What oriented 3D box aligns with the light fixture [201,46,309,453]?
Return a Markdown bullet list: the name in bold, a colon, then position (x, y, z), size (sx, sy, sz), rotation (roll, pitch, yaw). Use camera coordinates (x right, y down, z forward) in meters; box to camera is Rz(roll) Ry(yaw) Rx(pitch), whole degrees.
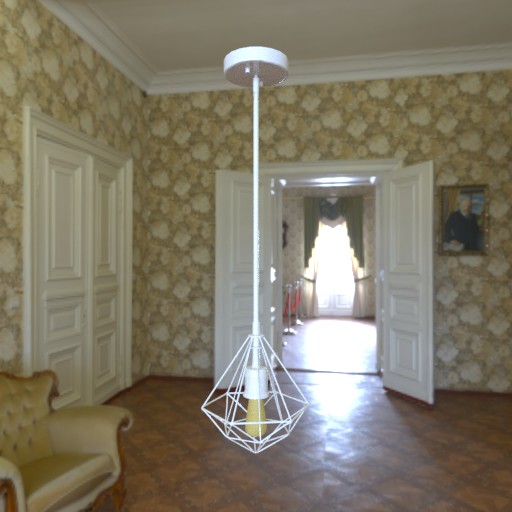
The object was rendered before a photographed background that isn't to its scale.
- **light fixture**: position (0.000, 0.000, 2.003), size (0.431, 1.764, 0.487), rotation (1, -1, -36)
